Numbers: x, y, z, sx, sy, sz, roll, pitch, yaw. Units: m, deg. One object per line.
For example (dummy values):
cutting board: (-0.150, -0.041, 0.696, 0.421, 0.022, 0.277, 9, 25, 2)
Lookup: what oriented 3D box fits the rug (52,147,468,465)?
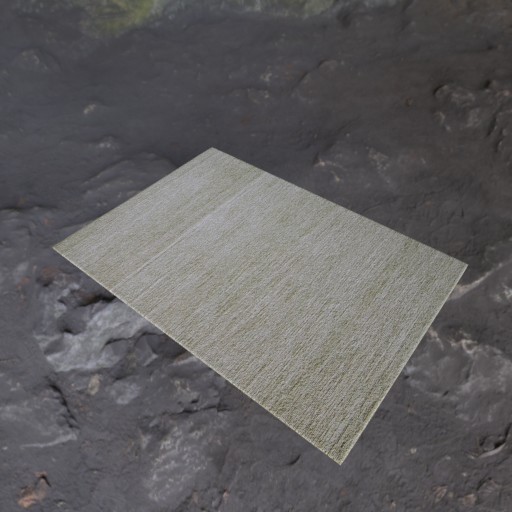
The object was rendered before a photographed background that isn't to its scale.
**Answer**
rug: (0.000, 0.000, 2.950, 2.270, 0.017, 1.606, 30, 53, 26)
